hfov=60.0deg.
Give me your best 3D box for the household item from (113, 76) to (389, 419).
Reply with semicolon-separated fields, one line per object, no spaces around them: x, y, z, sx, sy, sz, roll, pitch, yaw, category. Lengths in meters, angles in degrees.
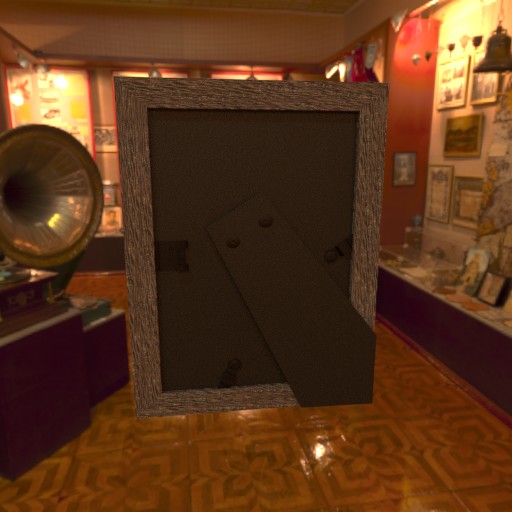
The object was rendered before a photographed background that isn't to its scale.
0.000;0.000;0.283;0.160;0.210;0.020;-2;13;-8;household item
